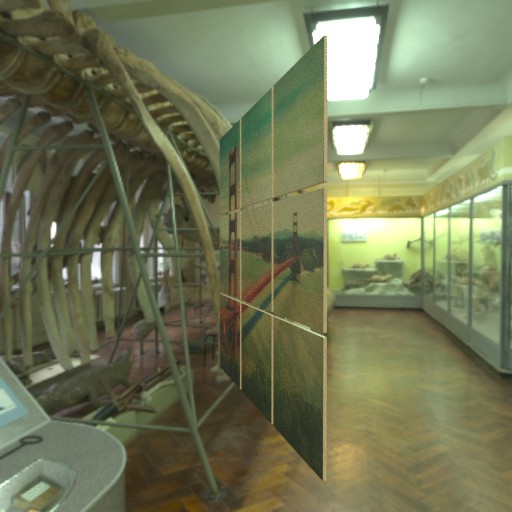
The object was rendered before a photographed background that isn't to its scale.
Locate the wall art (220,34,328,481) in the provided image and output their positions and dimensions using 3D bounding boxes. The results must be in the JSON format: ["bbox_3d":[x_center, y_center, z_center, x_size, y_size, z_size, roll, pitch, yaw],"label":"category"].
[{"bbox_3d":[0.000,0.000,2.218,0.014,1.507,1.519,0,1,-18],"label":"wall art"}]
